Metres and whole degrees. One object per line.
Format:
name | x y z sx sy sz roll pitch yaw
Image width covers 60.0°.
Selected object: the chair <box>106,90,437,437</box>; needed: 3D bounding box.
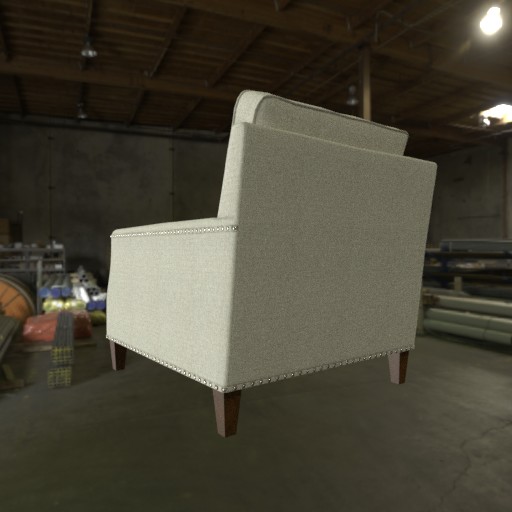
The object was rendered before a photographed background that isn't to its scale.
chair | 0.000 0.000 1.713 0.853 0.943 1.014 -1 1 -37
